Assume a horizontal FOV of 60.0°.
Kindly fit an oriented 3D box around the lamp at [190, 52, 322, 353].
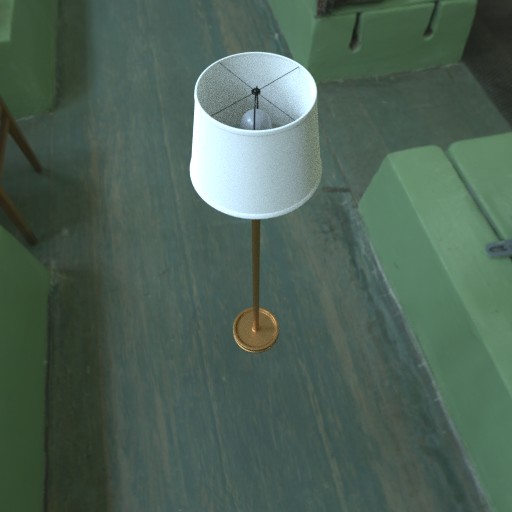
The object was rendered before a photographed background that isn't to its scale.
[{"bbox_3d":[0.000,0.000,0.797,0.178,0.710,0.178,0,58,0],"label":"lamp"}]
